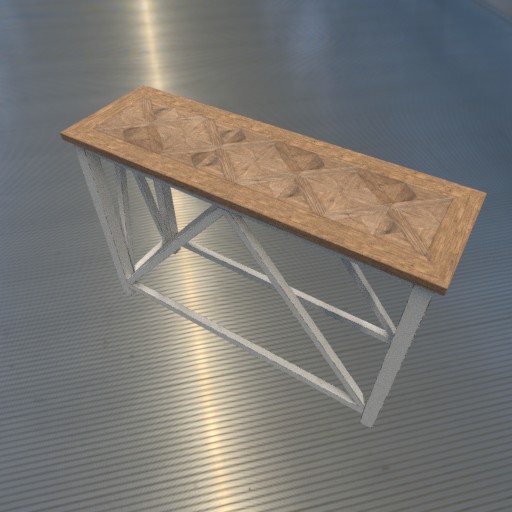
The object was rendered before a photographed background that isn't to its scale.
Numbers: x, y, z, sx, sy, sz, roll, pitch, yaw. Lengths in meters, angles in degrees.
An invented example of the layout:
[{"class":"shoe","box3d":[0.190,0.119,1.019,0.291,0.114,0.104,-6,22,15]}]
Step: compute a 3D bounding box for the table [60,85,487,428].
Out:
[{"class":"table","box3d":[0.000,0.000,1.826,1.400,0.930,0.450,24,51,21]}]
